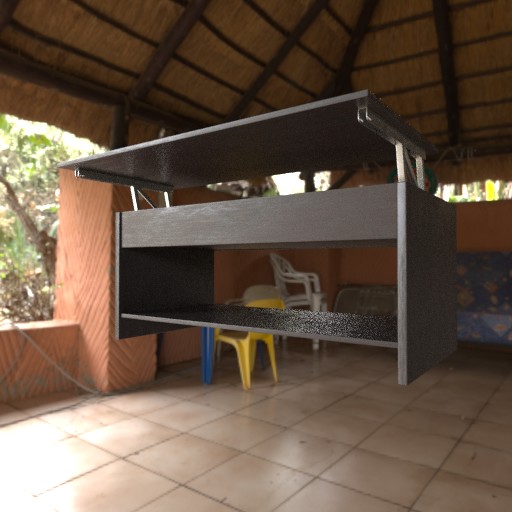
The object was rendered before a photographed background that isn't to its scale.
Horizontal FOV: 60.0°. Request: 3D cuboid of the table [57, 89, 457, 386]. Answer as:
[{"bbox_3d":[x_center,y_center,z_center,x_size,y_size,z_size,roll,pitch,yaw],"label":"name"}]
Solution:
[{"bbox_3d":[0.000,0.000,1.357,1.000,0.570,0.712,-1,-1,36],"label":"table"}]
